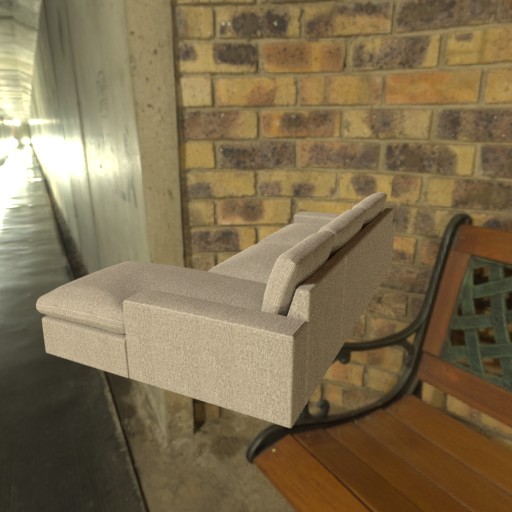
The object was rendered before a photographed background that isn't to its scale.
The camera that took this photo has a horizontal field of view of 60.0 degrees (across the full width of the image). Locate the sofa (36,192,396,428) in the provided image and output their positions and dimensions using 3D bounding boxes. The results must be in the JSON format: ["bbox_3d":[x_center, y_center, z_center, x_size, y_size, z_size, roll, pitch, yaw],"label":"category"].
[{"bbox_3d":[0.000,0.000,3.498,1.689,0.813,2.718,8,19,25],"label":"sofa"}]
